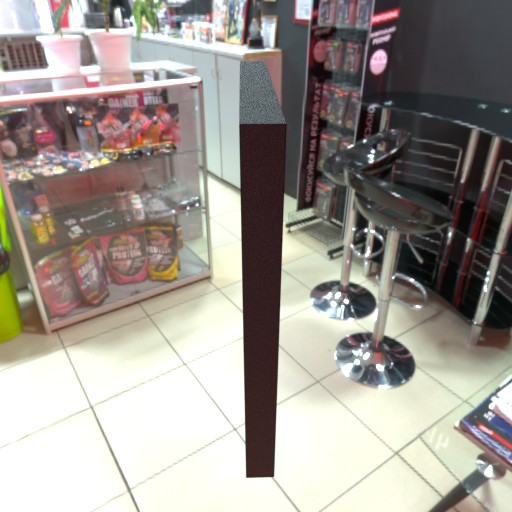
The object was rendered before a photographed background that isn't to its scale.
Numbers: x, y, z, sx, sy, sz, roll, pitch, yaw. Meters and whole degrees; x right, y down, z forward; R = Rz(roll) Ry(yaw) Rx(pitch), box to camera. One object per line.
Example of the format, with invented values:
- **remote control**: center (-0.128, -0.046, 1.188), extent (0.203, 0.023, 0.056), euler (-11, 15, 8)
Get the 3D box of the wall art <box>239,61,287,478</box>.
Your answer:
- **wall art**: center (0.000, 0.000, 0.500), extent (0.030, 0.369, 0.294), euler (-1, 31, -1)
